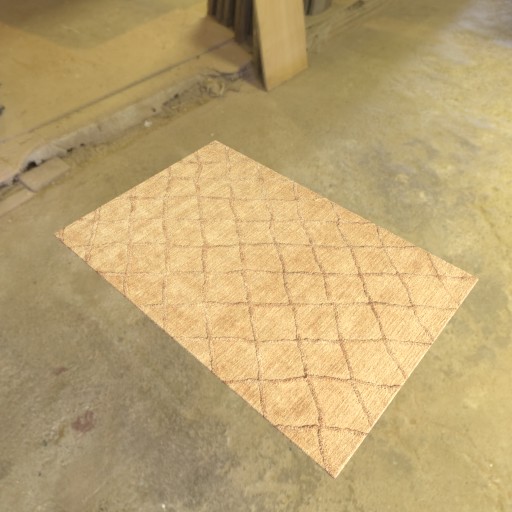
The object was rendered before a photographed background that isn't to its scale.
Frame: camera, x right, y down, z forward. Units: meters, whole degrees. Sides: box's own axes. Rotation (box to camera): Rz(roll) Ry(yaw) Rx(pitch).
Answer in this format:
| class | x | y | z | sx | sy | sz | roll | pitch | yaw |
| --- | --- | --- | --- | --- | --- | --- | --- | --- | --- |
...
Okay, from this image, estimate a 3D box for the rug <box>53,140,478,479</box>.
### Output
| class | x | y | z | sx | sy | sz | roll | pitch | yaw |
| --- | --- | --- | --- | --- | --- | --- | --- | --- | --- |
| rug | 0.000 | 0.000 | 2.847 | 2.292 | 0.014 | 1.528 | 33 | 55 | 27 |
